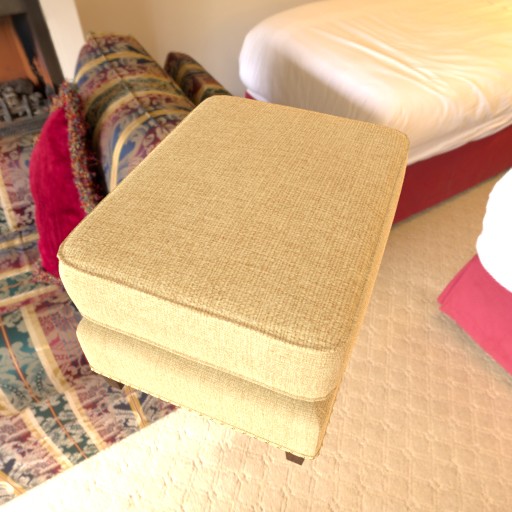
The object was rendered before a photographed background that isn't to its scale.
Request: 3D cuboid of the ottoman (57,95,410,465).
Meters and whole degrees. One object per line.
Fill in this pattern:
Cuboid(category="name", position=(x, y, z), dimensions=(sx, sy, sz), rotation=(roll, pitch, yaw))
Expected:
Cuboid(category="ottoman", position=(0.000, 0.000, 1.117), dimensions=(0.589, 0.537, 0.738), rotation=(17, 49, 15))
